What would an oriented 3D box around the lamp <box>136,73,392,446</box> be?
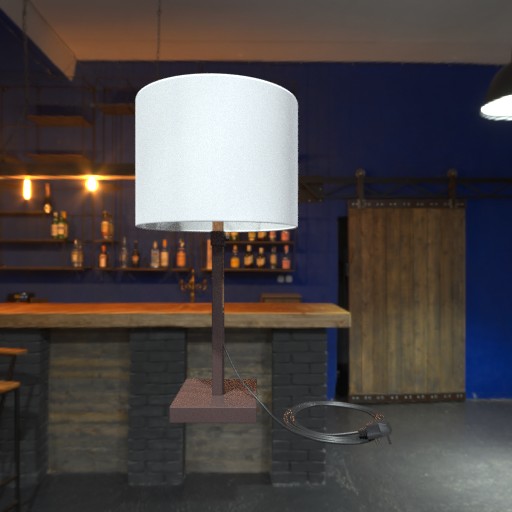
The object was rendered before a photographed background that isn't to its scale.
[{"bbox_3d":[0.000,0.000,0.967,0.525,0.668,0.396,0,0,0],"label":"lamp"}]
